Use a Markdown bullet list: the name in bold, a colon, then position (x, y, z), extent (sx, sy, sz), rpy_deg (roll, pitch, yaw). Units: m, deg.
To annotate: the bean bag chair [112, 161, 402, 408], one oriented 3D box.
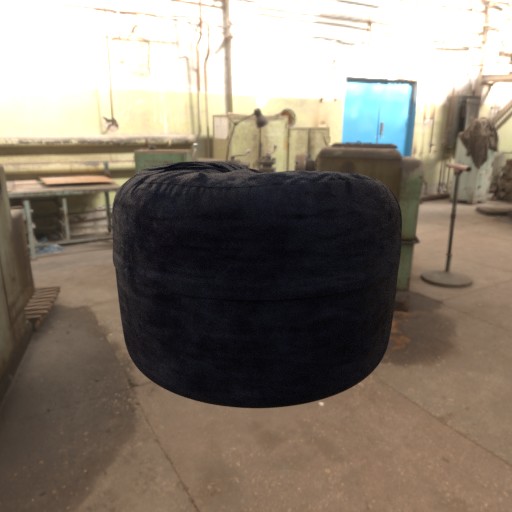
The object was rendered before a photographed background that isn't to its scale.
- **bean bag chair**: position (0.000, 0.000, 1.488), extent (0.918, 0.616, 0.918), rpy_deg (0, 16, 0)
